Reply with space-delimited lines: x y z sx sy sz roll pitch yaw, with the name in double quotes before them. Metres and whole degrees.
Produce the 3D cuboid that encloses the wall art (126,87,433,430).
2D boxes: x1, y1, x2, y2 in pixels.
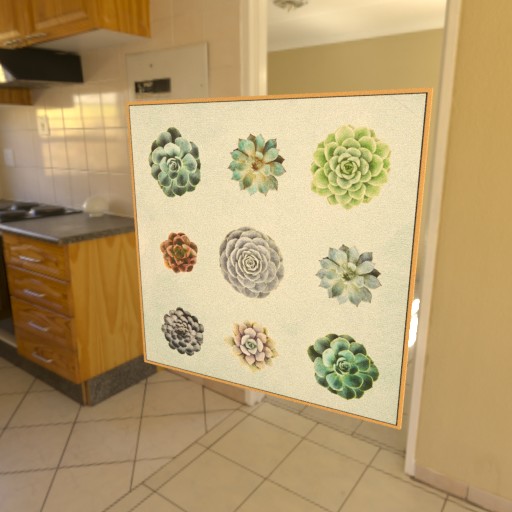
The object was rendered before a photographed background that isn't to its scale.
"wall art" 0.000 0.000 1.408 0.962 0.959 0.013 7 16 25
